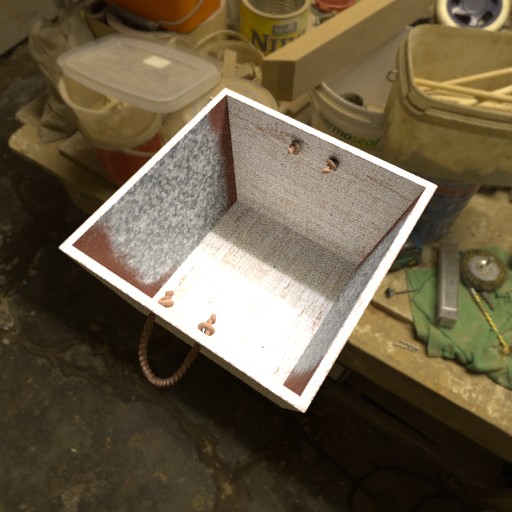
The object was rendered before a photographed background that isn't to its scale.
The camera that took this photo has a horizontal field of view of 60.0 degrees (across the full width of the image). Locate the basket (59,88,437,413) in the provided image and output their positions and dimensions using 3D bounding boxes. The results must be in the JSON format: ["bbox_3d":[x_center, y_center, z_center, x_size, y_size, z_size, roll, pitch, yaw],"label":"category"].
[{"bbox_3d":[0.000,0.000,0.776,0.413,0.247,0.545,30,64,16],"label":"basket"}]
